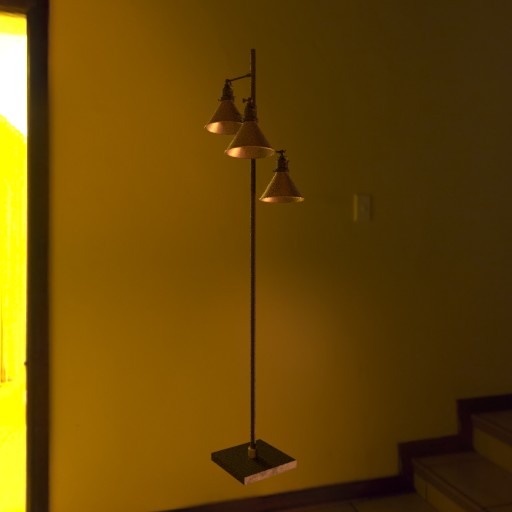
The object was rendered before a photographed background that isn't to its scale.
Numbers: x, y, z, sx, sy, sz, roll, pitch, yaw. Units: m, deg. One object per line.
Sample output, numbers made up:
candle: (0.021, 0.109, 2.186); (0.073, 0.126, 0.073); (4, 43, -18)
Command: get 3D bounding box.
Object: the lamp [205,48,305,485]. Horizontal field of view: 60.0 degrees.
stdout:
lamp: (0.000, 0.000, 1.861); (0.415, 1.716, 0.428); (0, 0, -35)
